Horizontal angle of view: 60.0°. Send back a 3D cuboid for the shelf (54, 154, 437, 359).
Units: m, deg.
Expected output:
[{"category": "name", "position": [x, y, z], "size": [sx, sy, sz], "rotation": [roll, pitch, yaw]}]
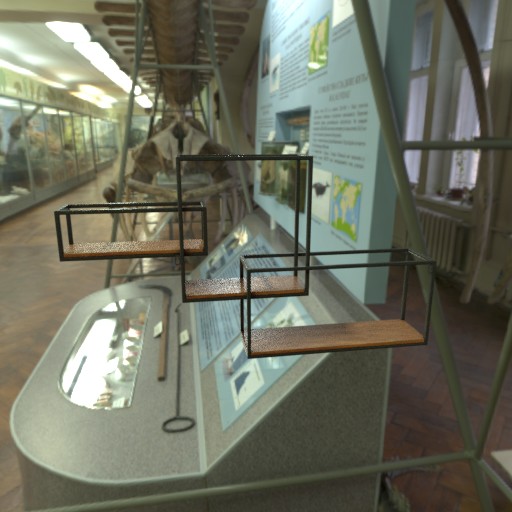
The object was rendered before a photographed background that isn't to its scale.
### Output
[{"category": "shelf", "position": [0.000, 0.000, 2.193], "size": [1.781, 0.972, 0.275], "rotation": [-2, 15, -9]}]
